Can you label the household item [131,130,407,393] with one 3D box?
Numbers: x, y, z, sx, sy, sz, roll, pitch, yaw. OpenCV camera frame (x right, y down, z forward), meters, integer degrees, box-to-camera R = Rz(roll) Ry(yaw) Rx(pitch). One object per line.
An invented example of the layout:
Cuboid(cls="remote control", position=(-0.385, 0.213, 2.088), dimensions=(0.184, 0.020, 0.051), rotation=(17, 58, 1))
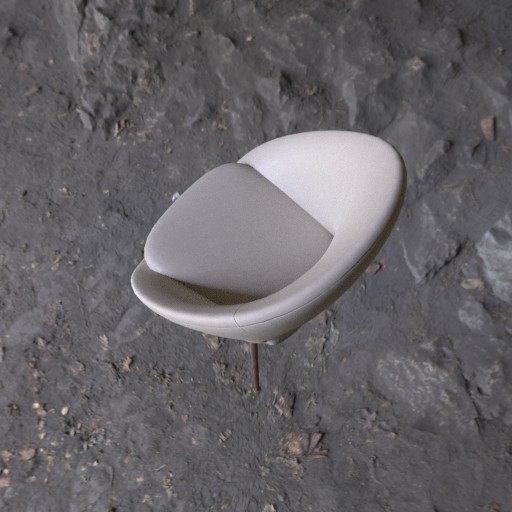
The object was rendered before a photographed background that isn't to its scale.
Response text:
Cuboid(cls="household item", position=(0.000, 0.000, 1.232), dimensions=(0.573, 0.852, 0.623), rotation=(34, 69, 15))
